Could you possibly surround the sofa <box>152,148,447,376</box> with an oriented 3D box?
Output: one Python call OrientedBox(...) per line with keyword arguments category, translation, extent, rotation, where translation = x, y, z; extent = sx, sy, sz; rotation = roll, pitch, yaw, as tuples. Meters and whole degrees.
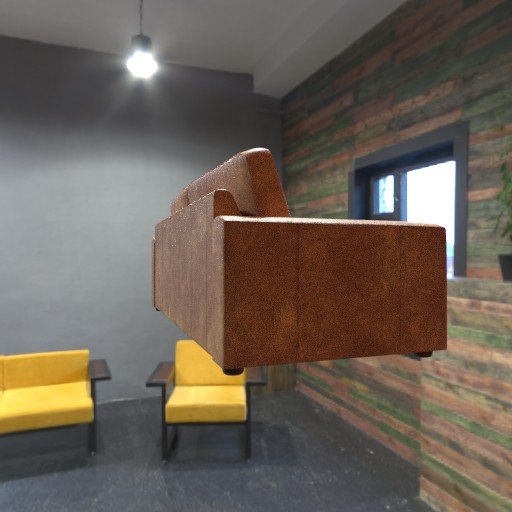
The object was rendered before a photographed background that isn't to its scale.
OrientedBox(category="sofa", translation=(0.000, 0.000, 2.718), extent=(1.016, 0.873, 2.179), rotation=(0, 0, -20))
